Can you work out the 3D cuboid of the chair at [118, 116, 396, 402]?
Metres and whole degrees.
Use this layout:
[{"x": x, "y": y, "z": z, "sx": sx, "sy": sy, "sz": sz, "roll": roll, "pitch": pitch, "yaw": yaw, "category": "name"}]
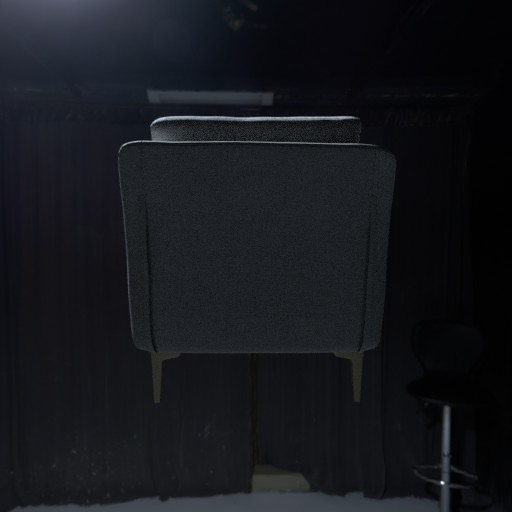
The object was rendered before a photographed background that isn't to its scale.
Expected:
[{"x": 0.000, "y": 0.000, "z": 1.696, "sx": 0.986, "sy": 0.902, "sz": 0.961, "roll": 0, "pitch": 2, "yaw": -1, "category": "chair"}]
